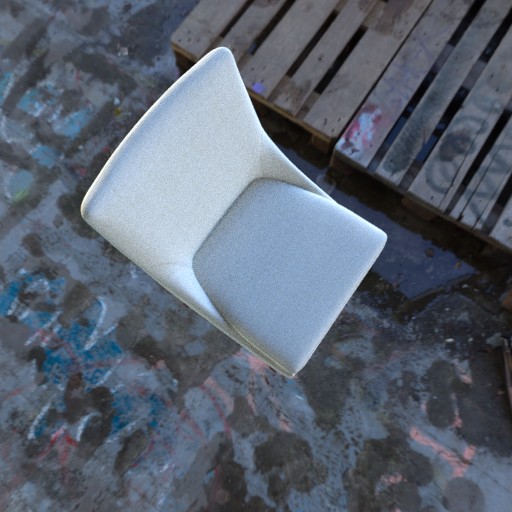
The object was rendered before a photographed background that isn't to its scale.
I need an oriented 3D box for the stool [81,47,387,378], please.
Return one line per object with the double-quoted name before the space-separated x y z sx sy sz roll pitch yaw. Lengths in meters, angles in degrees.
"stool" 0.000 0.000 1.298 0.559 0.991 0.469 35 79 8
